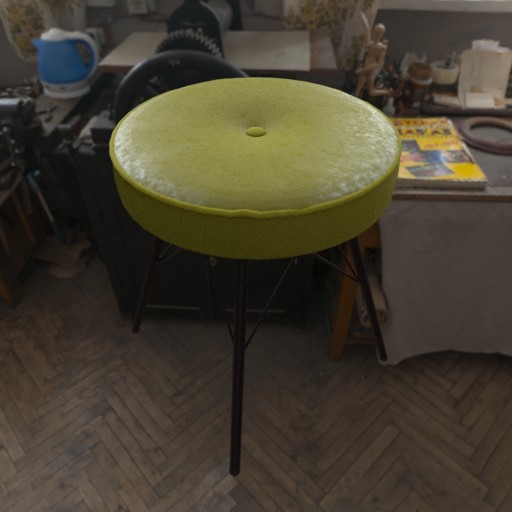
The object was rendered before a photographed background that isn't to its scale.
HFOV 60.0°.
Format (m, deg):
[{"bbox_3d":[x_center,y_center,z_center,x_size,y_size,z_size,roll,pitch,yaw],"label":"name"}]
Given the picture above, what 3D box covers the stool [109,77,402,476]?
[{"bbox_3d":[0.000,0.000,0.790,0.409,0.508,0.409,-27,48,-27],"label":"stool"}]
